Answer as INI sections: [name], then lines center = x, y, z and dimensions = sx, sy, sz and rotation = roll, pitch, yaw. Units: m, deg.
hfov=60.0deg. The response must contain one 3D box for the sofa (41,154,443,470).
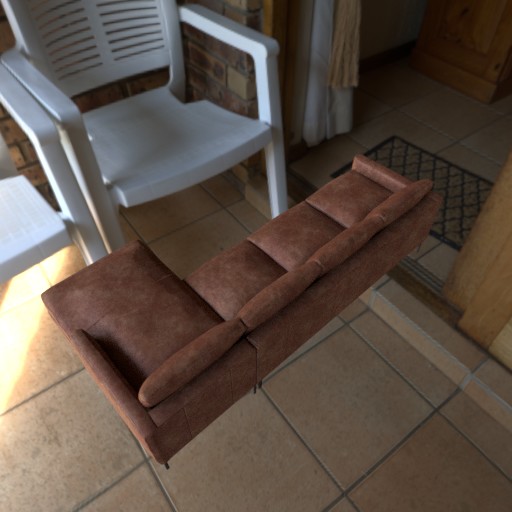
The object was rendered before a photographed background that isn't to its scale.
[sofa]
center = 0.000, 0.000, 3.584
dimensions = 2.993, 0.859, 1.471
rotation = -34, 56, -27
